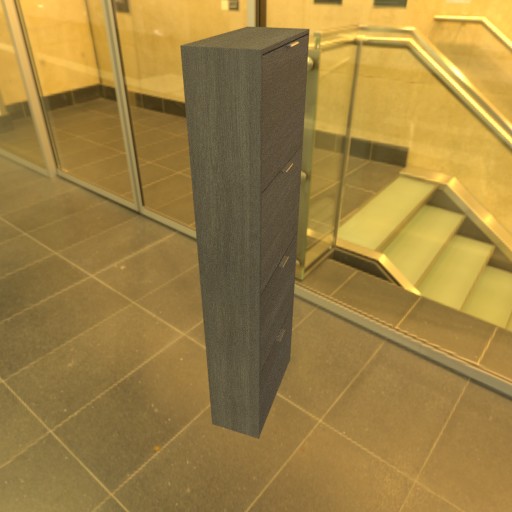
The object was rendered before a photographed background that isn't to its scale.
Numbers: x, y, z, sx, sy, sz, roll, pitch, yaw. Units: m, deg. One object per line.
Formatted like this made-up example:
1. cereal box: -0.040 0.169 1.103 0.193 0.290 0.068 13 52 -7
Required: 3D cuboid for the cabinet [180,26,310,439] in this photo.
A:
1. cabinet: 0.000 0.000 1.824 0.255 1.630 0.520 11 34 16
